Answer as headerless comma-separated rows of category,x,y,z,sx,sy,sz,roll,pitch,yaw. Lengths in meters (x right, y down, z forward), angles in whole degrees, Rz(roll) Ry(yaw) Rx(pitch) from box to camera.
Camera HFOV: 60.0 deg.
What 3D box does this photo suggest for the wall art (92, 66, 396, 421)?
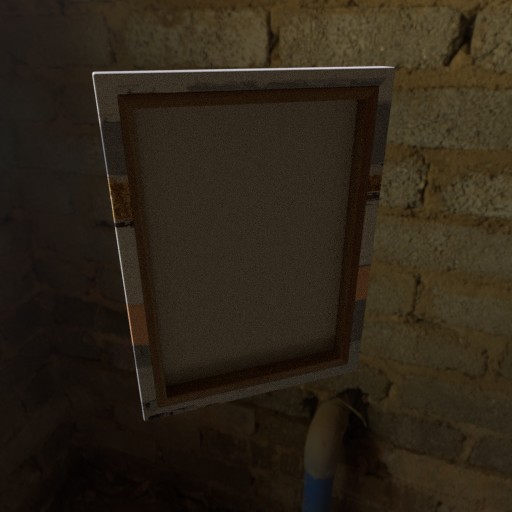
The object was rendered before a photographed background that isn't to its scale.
wall art,0.000,0.000,0.784,0.456,0.609,0.038,-8,27,-17
